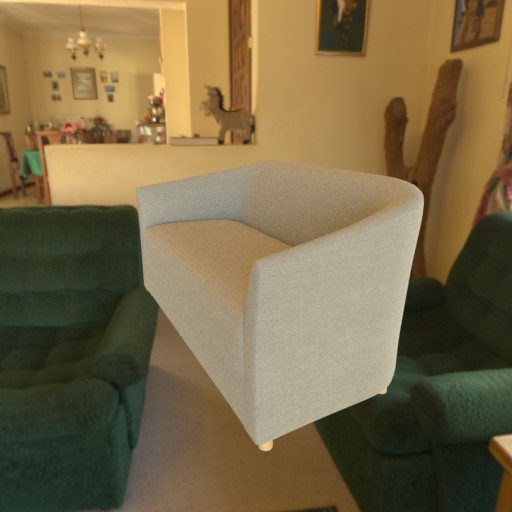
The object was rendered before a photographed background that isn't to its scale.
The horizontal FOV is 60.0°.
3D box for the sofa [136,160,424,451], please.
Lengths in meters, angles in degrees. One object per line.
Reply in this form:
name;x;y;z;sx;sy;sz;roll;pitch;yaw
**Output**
sofa;0.000;0.000;1.881;0.705;0.721;1.452;-8;18;-25
